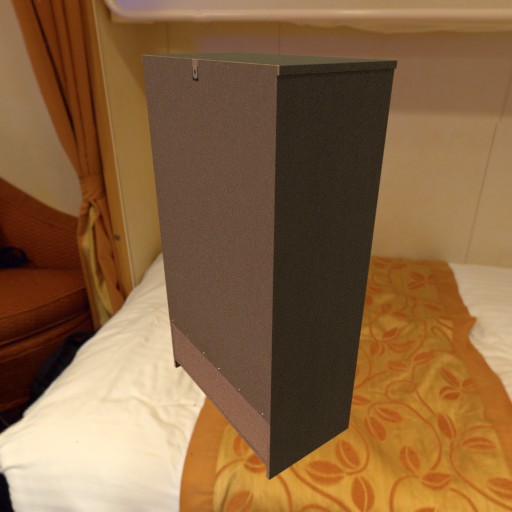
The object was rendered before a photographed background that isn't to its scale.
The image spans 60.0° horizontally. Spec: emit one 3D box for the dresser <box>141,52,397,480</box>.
[{"bbox_3d":[0.000,0.000,1.532,0.399,1.255,0.704,-18,31,-32],"label":"dresser"}]
